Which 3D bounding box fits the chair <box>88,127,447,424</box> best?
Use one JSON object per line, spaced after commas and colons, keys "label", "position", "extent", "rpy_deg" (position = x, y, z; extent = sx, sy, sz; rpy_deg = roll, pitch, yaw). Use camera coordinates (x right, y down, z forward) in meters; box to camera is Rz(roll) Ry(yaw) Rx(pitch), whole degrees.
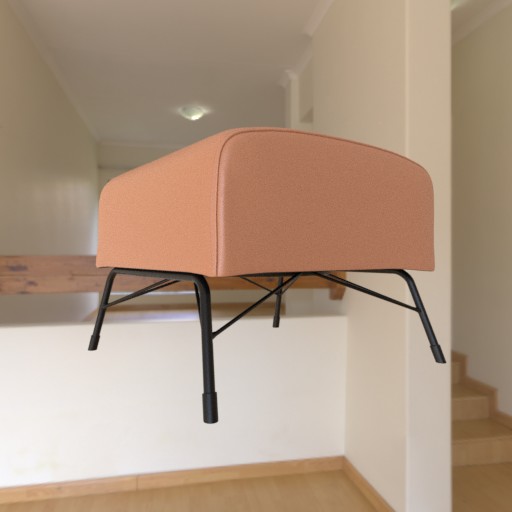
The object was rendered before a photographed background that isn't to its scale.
{"label": "chair", "position": [0.000, 0.000, 0.910], "extent": [0.530, 0.410, 0.530], "rpy_deg": [0, 0, -36]}
